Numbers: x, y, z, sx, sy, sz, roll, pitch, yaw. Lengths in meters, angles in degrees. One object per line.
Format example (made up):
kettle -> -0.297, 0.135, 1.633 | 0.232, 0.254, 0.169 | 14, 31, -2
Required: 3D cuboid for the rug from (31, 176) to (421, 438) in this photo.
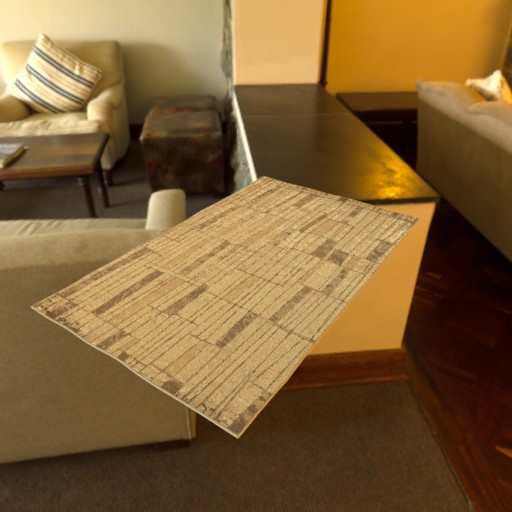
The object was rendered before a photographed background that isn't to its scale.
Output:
rug -> 0.000, 0.000, 3.078 | 1.531, 0.023, 2.444 | 21, 38, 29
